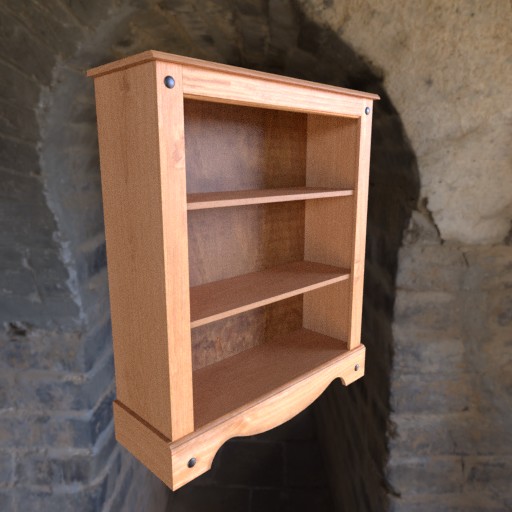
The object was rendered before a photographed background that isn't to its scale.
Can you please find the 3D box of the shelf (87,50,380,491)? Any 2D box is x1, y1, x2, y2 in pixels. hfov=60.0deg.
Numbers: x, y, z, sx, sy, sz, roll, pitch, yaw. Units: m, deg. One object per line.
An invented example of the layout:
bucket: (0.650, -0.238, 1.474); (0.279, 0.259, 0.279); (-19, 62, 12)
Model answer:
shelf: (0.000, 0.000, 1.340); (0.840, 0.980, 0.291); (-12, 17, -43)
